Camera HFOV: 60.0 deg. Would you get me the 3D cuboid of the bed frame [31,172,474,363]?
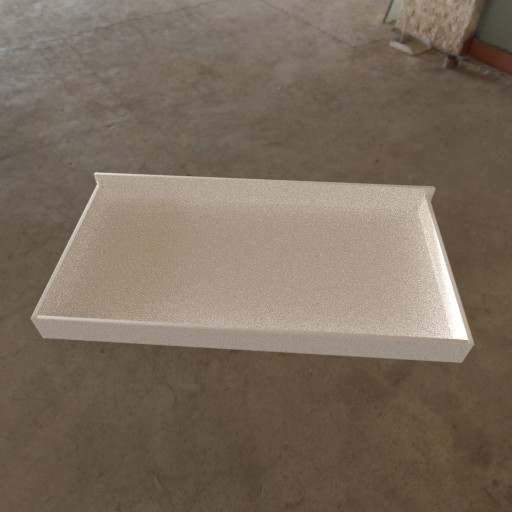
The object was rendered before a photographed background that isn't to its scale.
[{"bbox_3d":[0.000,0.000,1.517,1.300,0.141,0.670,3,47,3],"label":"bed frame"}]
